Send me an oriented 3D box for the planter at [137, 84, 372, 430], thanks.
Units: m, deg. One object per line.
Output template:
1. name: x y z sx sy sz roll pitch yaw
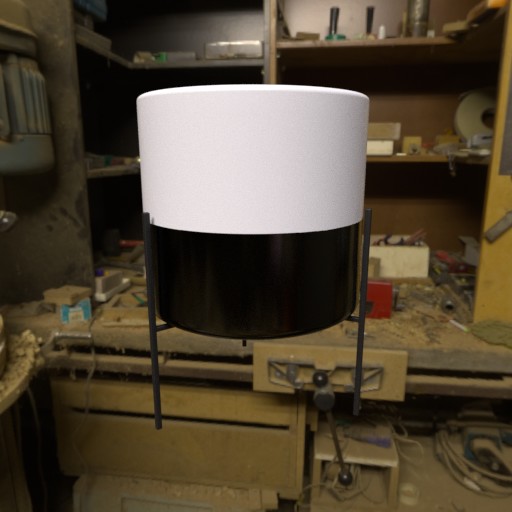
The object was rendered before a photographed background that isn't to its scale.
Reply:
1. planter: 0.000 0.000 0.643 0.310 0.432 0.310 2 14 8
